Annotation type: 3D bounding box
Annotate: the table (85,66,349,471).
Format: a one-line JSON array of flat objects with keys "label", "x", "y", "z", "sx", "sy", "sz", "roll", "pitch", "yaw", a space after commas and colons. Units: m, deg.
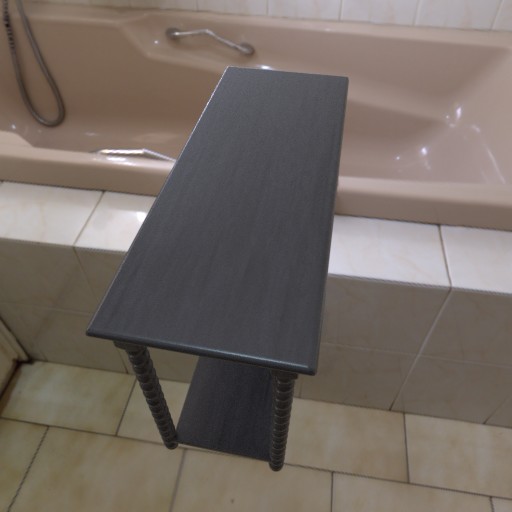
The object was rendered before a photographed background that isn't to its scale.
[{"label": "table", "x": 0.000, "y": 0.000, "z": 1.494, "sx": 0.459, "sy": 0.735, "sz": 1.184, "roll": 8, "pitch": 48, "yaw": 8}]
